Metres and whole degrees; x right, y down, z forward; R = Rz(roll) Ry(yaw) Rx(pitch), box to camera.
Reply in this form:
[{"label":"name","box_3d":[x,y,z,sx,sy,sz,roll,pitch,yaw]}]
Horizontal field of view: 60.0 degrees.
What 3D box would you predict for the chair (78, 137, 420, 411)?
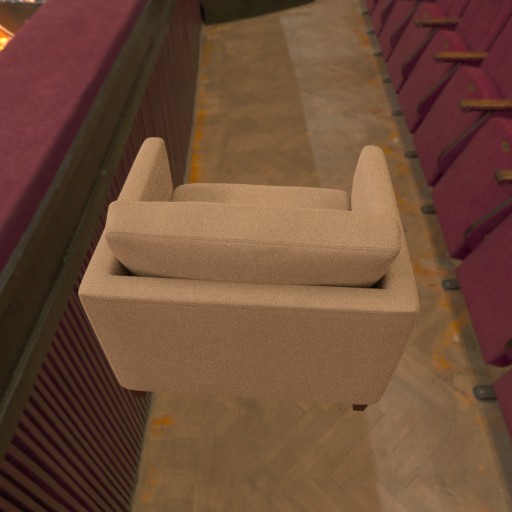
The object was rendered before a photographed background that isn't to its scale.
[{"label":"chair","box_3d":[0.000,0.000,1.887,1.107,0.961,0.959,3,47,3]}]
